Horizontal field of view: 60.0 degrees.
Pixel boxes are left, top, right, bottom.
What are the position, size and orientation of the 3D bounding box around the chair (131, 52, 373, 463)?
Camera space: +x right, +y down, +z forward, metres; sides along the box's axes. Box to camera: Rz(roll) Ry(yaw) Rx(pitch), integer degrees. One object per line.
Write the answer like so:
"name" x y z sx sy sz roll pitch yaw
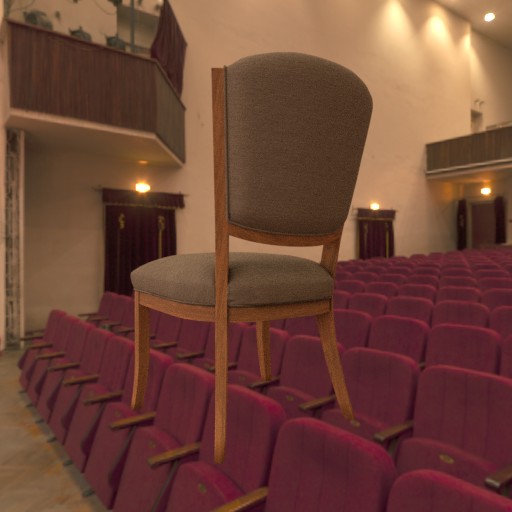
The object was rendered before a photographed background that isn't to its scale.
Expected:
"chair" 0.000 0.000 1.233 0.513 0.905 0.584 -1 1 -36
